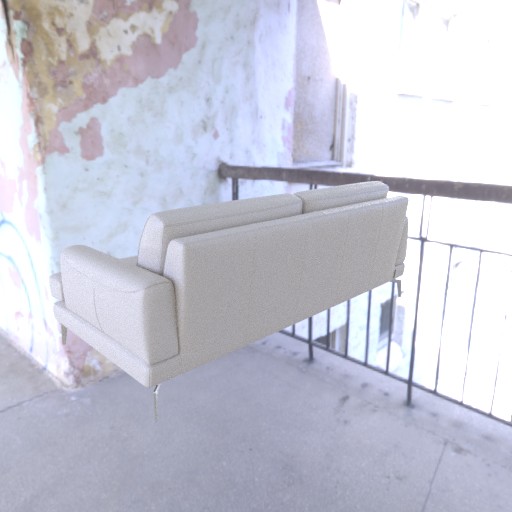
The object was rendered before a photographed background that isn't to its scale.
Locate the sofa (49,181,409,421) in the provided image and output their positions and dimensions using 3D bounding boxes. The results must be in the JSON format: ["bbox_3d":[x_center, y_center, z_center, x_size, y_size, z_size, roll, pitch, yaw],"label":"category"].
[{"bbox_3d":[0.000,0.000,2.488,1.940,0.765,0.974,-15,21,-42],"label":"sofa"}]
